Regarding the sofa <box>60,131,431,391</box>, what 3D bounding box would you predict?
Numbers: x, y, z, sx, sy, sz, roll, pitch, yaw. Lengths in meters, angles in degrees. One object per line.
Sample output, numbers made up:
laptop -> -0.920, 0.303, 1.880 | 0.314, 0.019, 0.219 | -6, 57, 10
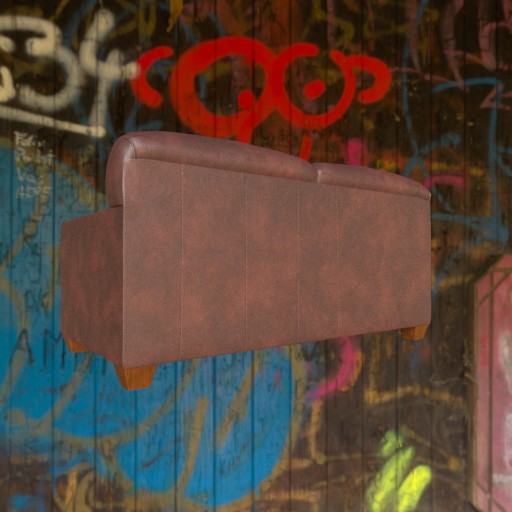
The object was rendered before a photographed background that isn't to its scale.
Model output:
sofa -> 0.000, 0.000, 2.439 | 1.856, 0.966, 1.000 | 0, -1, -36
